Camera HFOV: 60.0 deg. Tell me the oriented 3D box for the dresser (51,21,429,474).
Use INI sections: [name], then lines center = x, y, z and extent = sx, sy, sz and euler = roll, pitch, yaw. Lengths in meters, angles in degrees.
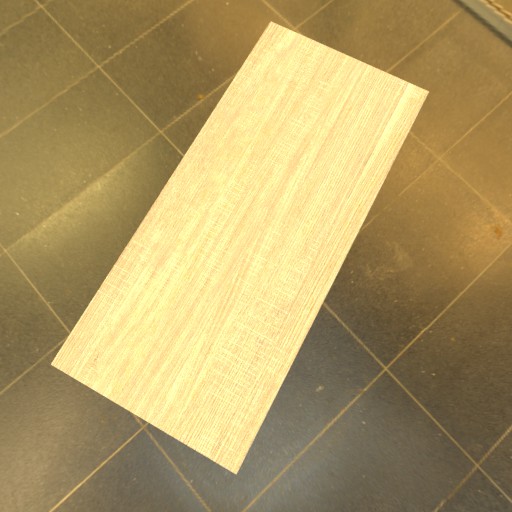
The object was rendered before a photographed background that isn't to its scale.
[dresser]
center = 0.000, 0.000, 1.516
extent = 0.500, 0.780, 1.110
euler = 27, 77, 7
